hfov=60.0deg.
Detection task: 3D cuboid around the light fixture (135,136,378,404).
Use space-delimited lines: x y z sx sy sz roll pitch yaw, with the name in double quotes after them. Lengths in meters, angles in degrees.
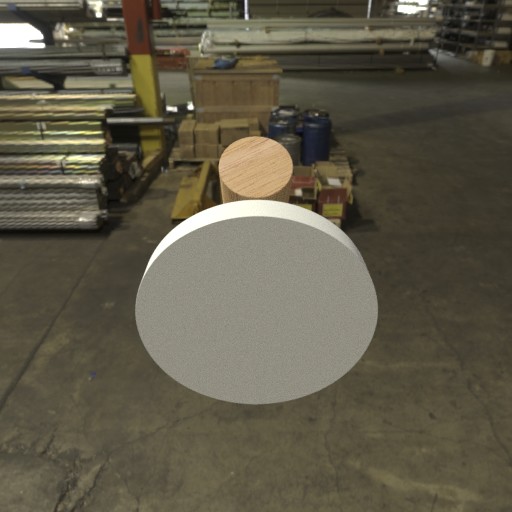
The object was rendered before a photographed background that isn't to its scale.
0.000 0.000 0.333 0.127 0.199 0.209 0 30 0 "light fixture"
